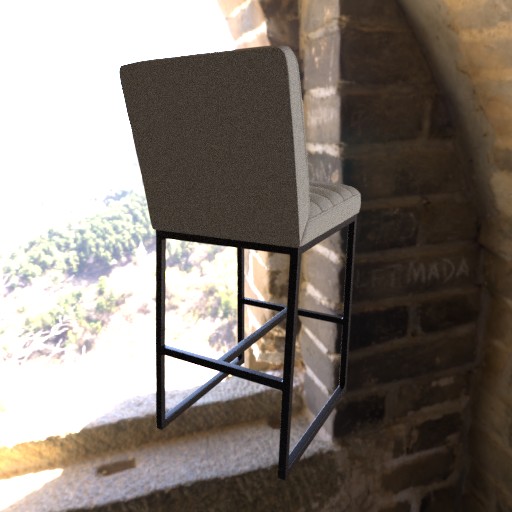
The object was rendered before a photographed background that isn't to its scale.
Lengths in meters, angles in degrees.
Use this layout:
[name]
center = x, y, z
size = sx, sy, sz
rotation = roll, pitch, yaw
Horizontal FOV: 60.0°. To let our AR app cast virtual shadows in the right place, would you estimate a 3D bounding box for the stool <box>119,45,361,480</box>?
[stool]
center = 0.000, 0.000, 1.313
size = 0.460, 1.040, 0.560
rotation = 8, 17, 29
